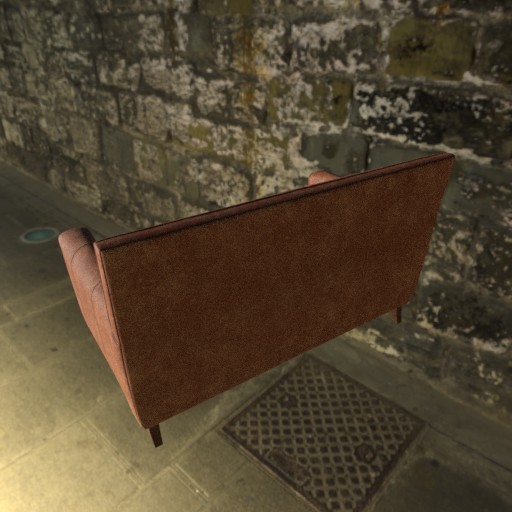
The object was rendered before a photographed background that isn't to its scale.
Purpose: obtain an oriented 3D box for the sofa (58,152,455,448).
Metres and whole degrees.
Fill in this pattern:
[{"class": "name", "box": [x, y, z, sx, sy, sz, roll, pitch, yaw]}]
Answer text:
[{"class": "sofa", "box": [0.000, 0.000, 1.967, 1.473, 0.871, 0.787, -18, 34, -29]}]
